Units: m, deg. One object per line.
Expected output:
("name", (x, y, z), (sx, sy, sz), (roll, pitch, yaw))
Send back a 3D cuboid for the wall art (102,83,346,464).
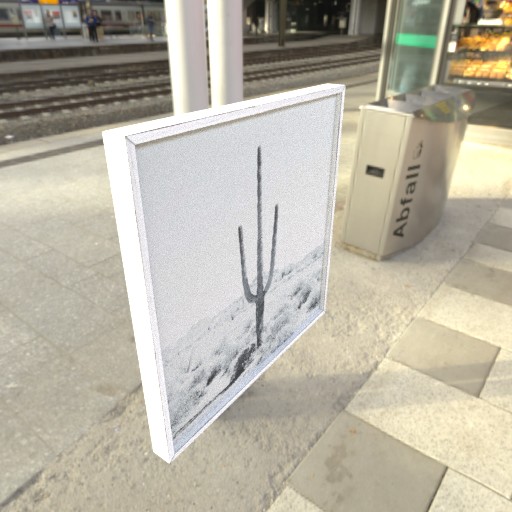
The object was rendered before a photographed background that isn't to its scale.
("wall art", (0.000, 0.000, 0.766), (0.038, 0.508, 0.508), (19, 33, 31))
